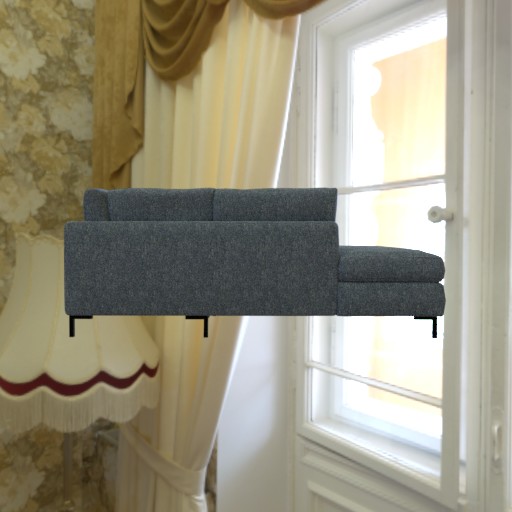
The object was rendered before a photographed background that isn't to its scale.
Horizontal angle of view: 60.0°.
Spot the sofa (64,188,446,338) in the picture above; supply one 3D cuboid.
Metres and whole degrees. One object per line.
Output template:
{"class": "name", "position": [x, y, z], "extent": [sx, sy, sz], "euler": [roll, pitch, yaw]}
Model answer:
{"class": "sofa", "position": [0.000, 0.000, 3.497], "extent": [1.879, 0.756, 2.737], "euler": [0, 1, 0]}
